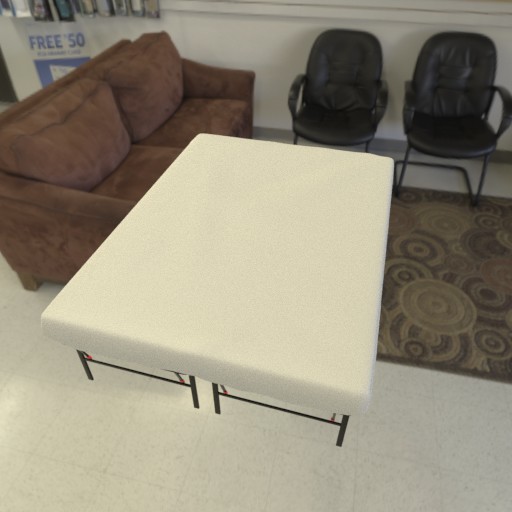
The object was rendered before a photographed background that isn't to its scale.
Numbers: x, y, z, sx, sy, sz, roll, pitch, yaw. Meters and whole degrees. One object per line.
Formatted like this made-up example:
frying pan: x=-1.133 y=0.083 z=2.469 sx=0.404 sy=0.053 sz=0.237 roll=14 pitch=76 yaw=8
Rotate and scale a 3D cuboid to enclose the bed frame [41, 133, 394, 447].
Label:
bed frame: x=0.000 y=0.000 z=2.881 sx=1.584 sy=0.667 sz=2.151 roll=11 pitch=42 yaw=12
